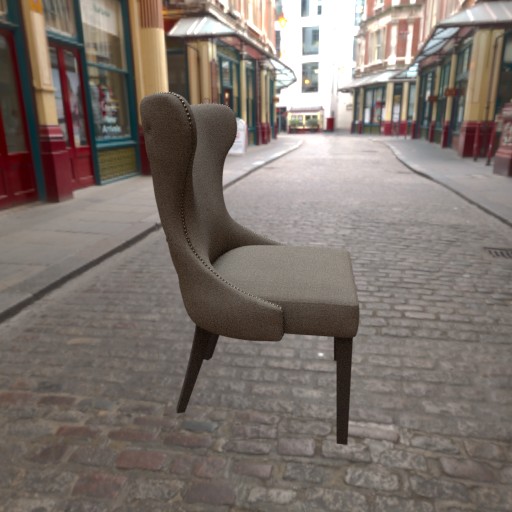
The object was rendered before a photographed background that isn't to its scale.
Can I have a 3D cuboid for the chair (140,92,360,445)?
[{"bbox_3d":[0.000,0.000,1.433,0.635,0.967,0.628,2,16,8],"label":"chair"}]
